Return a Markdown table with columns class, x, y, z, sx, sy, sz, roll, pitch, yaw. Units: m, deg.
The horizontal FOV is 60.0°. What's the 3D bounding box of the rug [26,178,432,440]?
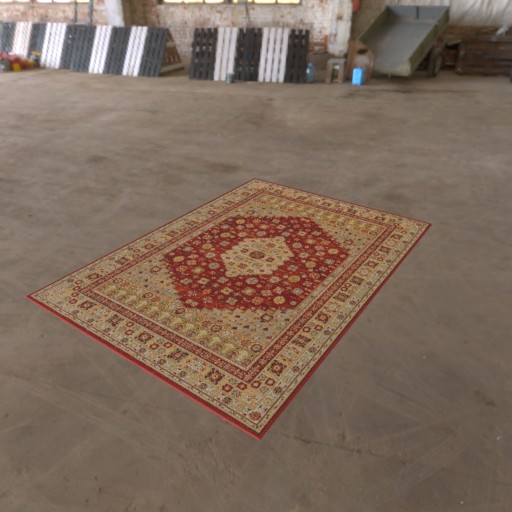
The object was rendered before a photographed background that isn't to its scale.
| class | x | y | z | sx | sy | sz | roll | pitch | yaw |
| --- | --- | --- | --- | --- | --- | --- | --- | --- | --- |
| rug | 0.000 | 0.000 | 2.859 | 1.593 | 0.013 | 2.211 | 20 | 36 | 30 |
